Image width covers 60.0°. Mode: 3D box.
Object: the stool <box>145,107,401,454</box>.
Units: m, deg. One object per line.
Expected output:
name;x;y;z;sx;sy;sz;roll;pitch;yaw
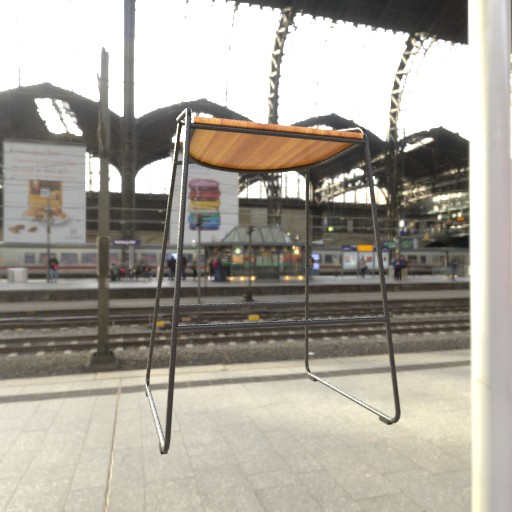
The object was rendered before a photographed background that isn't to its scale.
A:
stool;0.000;0.000;1.195;0.546;0.812;0.521;0;-1;-18
